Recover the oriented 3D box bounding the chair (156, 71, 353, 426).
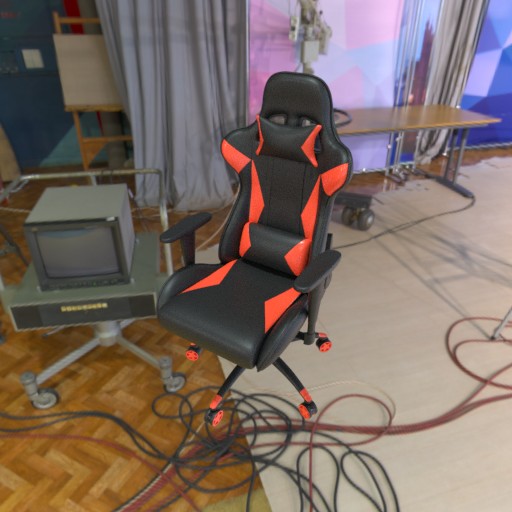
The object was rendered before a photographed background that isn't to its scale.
[{"bbox_3d":[0.000,0.000,1.742,0.695,1.282,0.730,19,36,28],"label":"chair"}]
